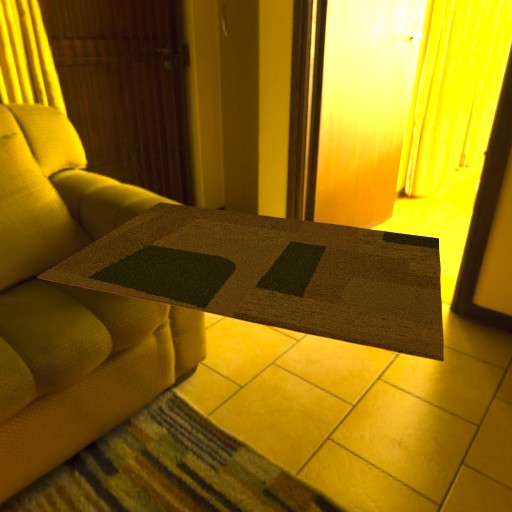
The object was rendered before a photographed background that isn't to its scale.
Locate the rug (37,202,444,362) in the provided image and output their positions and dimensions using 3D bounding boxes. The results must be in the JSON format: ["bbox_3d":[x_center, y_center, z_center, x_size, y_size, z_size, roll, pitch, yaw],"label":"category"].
[{"bbox_3d":[0.000,0.000,3.105,2.436,0.015,1.521,9,28,18],"label":"rug"}]
